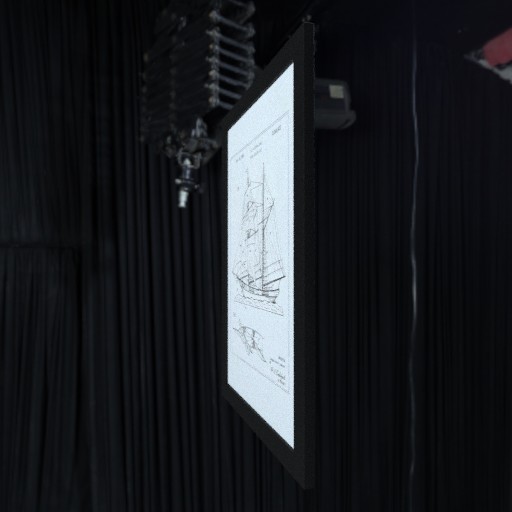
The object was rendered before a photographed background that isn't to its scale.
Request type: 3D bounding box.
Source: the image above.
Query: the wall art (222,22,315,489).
[{"bbox_3d":[0.000,0.000,0.590,0.011,0.459,0.326,0,-1,-19],"label":"wall art"}]
